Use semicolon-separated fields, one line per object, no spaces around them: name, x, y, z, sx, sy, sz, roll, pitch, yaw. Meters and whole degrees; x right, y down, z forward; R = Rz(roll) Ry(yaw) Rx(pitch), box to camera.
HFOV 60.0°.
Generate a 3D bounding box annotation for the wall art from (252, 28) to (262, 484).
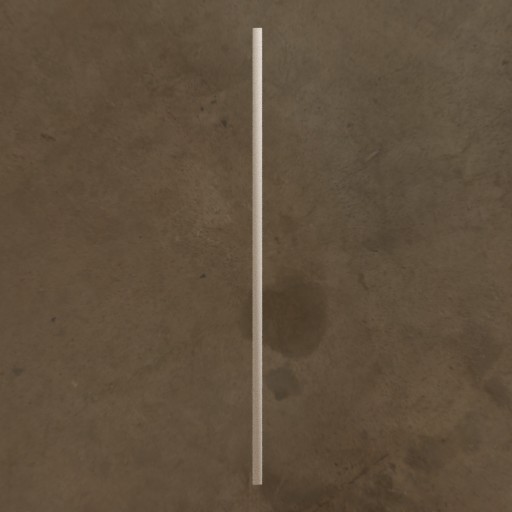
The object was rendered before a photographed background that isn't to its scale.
wall art;0.000;0.000;0.857;0.013;0.584;0.584;0;90;0
